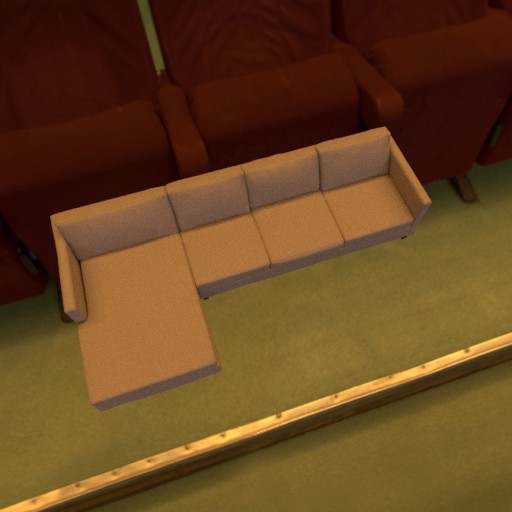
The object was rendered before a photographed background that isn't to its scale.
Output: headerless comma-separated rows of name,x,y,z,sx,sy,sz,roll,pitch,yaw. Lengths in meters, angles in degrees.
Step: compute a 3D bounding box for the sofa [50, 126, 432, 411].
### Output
sofa,0.000,0.000,3.889,3.186,0.846,1.625,-17,64,-8
